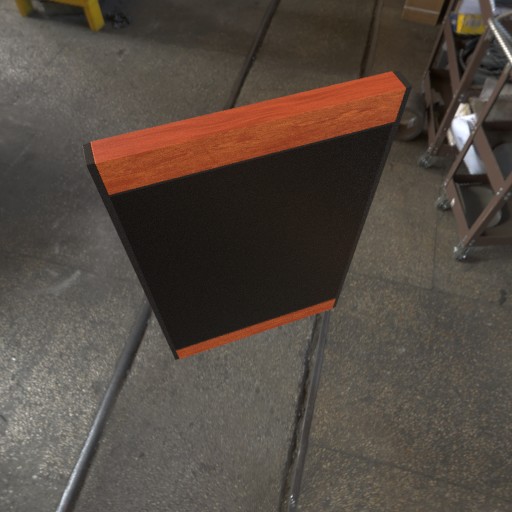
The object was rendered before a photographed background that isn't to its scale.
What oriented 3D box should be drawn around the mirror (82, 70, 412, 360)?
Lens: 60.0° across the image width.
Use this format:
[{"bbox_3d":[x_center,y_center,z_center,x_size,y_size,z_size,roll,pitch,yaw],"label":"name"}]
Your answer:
[{"bbox_3d":[0.000,0.000,1.032,0.525,0.823,0.047,-17,59,-10],"label":"mirror"}]
